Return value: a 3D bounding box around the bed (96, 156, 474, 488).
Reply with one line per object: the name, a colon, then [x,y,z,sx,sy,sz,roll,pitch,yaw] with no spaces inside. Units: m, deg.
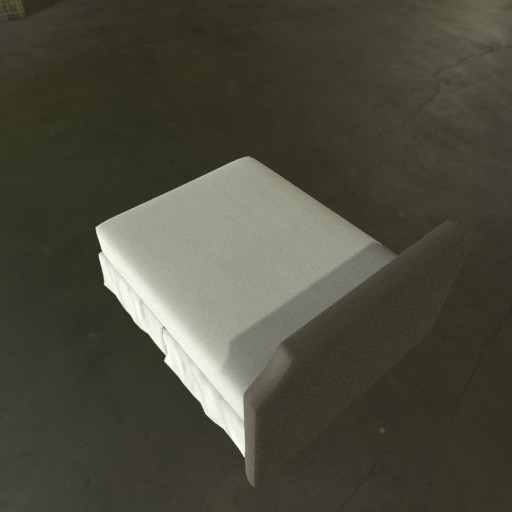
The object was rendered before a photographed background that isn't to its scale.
bed: [0.000,0.000,3.275,1.831,1.297,2.181,-31,53,-27]
